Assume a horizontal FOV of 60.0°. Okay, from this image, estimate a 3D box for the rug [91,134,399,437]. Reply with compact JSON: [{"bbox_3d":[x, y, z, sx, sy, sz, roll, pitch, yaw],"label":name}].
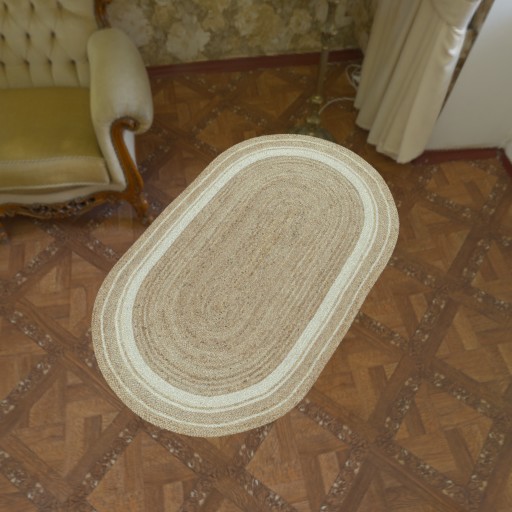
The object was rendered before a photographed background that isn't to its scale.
[{"bbox_3d":[0.000,0.000,2.979,1.520,0.006,2.432,30,63,17],"label":"rug"}]
